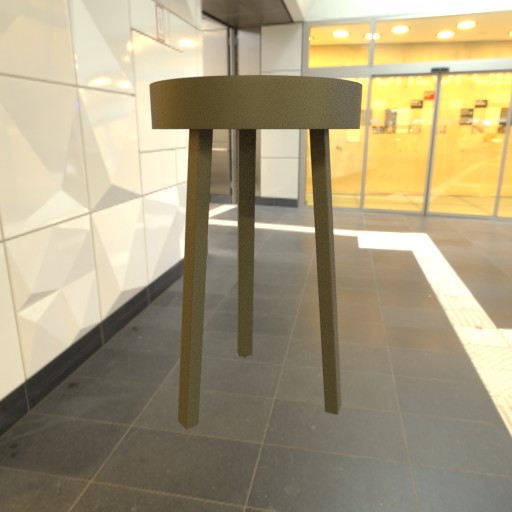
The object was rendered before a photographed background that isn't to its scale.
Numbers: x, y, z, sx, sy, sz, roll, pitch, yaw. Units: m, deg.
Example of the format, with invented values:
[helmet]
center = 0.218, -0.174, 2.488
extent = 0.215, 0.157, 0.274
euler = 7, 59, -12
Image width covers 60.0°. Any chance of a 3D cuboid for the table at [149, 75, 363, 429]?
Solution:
[table]
center = 0.000, 0.000, 0.961
extent = 0.406, 0.686, 0.406
euler = -2, 16, -8
